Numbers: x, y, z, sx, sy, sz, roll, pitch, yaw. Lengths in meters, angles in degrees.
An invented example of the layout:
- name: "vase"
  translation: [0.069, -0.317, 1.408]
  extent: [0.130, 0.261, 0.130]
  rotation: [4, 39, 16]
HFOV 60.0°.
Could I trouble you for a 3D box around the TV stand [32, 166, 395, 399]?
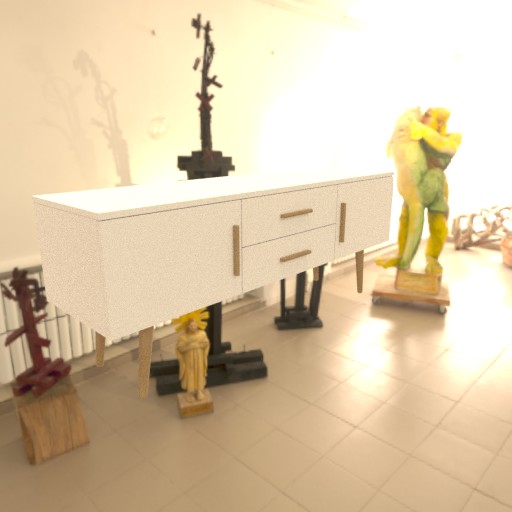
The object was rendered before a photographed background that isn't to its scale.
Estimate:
- name: "TV stand"
  translation: [0.000, 0.000, 1.671]
  extent: [0.401, 0.560, 1.398]
  rotation: [15, 22, 42]
